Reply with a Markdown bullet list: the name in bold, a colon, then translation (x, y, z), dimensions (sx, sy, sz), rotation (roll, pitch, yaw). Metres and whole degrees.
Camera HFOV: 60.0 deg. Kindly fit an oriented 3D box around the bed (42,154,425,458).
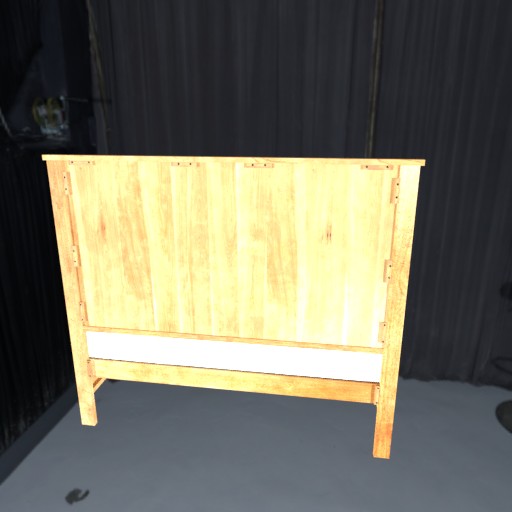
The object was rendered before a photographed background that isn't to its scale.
- **bed**: translation (0.000, 0.000, 3.479), dimensions (1.936, 1.686, 2.201), rotation (3, 17, 9)
